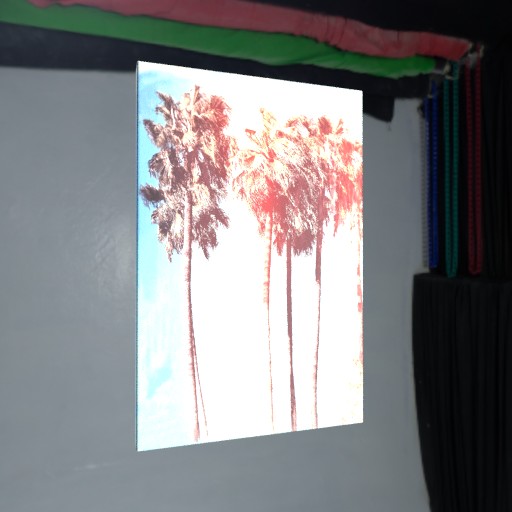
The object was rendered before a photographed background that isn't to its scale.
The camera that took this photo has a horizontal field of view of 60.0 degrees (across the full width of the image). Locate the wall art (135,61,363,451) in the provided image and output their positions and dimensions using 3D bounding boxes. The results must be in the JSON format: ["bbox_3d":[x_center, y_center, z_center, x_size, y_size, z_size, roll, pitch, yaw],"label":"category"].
[{"bbox_3d":[0.000,0.000,0.767,0.401,0.610,0.038,0,0,-18],"label":"wall art"}]
